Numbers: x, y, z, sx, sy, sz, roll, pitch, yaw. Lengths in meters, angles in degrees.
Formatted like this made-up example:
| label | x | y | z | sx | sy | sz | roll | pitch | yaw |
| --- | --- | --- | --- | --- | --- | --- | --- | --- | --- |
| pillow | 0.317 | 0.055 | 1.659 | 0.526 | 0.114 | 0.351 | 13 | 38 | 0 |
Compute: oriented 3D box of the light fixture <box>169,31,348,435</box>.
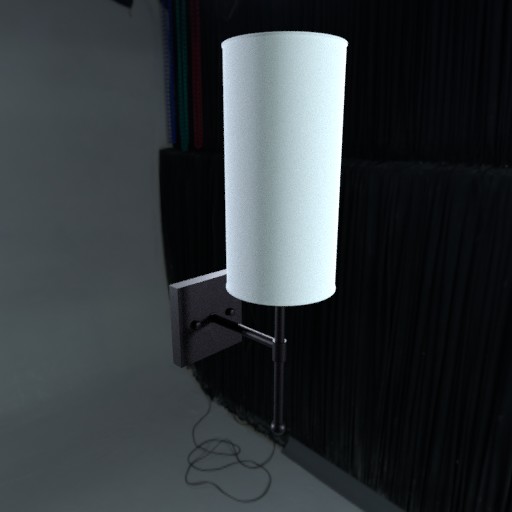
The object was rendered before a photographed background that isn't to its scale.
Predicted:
| label | x | y | z | sx | sy | sz | roll | pitch | yaw |
| --- | --- | --- | --- | --- | --- | --- | --- | --- | --- |
| light fixture | 0.000 | 0.000 | 0.541 | 0.208 | 0.462 | 0.128 | 14 | 21 | 42 |
